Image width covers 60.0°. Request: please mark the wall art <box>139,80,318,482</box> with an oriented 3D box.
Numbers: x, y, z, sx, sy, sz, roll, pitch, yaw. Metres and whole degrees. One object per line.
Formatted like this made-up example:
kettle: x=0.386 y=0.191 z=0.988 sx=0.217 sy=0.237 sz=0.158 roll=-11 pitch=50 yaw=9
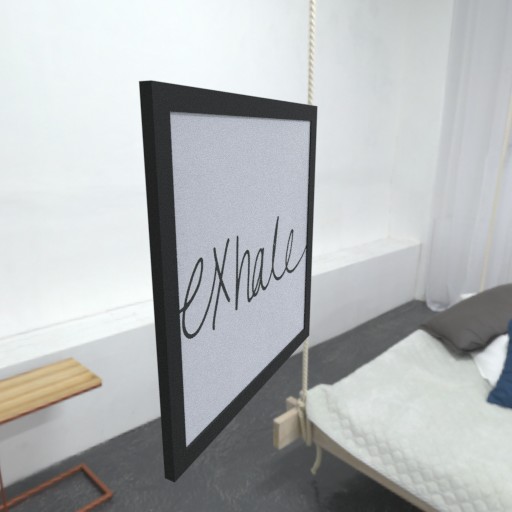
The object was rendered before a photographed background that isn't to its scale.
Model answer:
wall art: x=0.000 y=0.000 z=0.528 sx=0.012 sy=0.357 sz=0.358 roll=8 pitch=17 yaw=26
